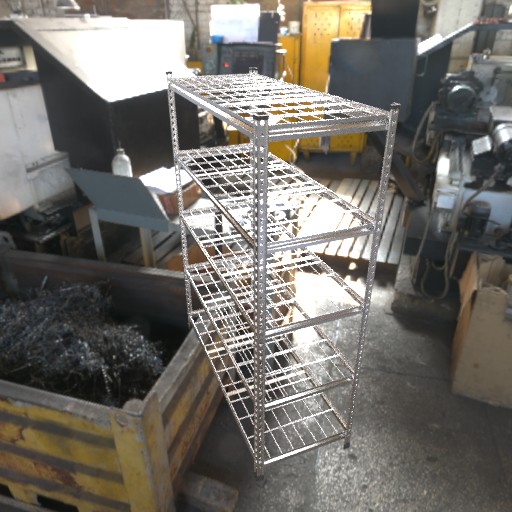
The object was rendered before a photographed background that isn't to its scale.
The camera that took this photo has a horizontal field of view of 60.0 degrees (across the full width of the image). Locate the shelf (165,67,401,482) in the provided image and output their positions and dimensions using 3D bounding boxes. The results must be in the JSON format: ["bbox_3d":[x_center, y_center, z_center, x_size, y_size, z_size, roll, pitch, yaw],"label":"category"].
[{"bbox_3d":[0.000,0.000,2.718,0.610,1.981,1.524,-11,30,-19],"label":"shelf"}]
